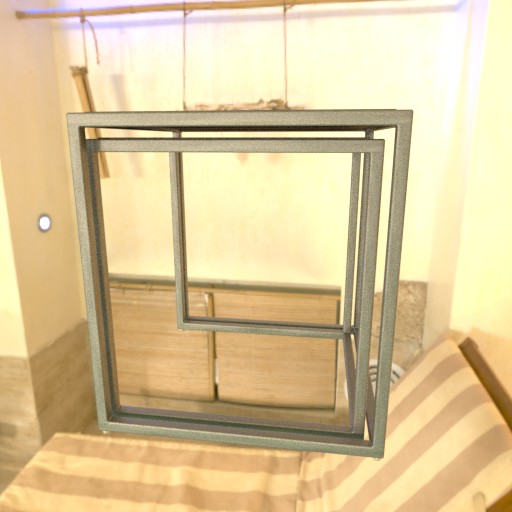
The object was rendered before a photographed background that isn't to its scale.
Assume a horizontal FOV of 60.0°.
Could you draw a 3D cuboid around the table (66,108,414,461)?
[{"bbox_3d":[0.000,0.000,0.839,0.449,0.500,0.450,2,15,8],"label":"table"}]
